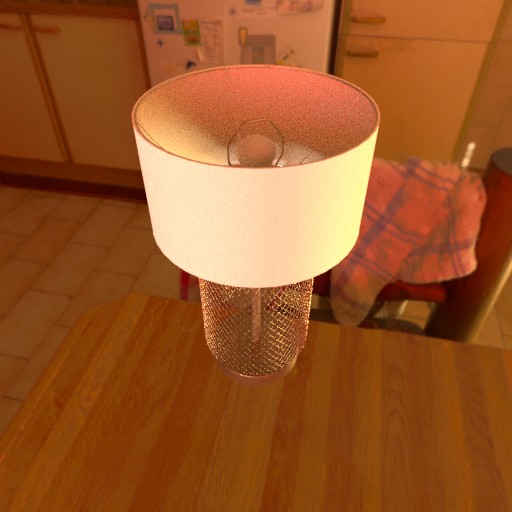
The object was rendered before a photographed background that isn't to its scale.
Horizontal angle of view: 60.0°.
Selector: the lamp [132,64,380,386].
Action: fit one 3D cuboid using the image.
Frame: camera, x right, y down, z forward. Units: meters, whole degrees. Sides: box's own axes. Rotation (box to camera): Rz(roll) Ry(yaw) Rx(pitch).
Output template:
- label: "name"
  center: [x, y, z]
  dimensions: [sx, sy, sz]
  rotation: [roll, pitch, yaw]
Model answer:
- label: "lamp"
  center: [0.000, 0.000, 0.831]
  dimensions: [0.353, 0.578, 0.353]
  rotation: [0, 42, 0]
